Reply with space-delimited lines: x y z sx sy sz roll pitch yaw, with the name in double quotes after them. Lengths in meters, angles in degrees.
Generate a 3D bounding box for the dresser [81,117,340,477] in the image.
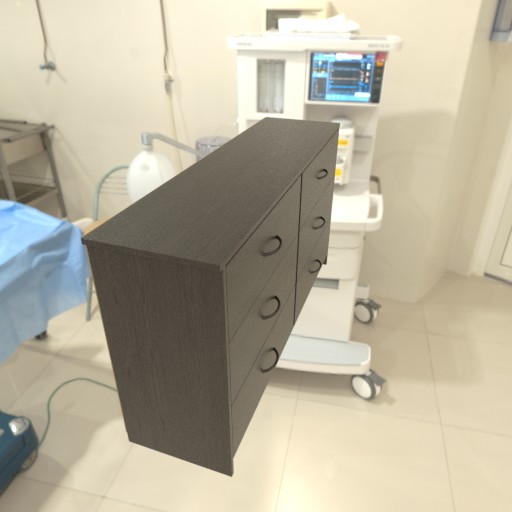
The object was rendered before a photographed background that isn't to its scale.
0.000 0.000 1.741 0.401 0.755 1.360 10 31 17 "dresser"
